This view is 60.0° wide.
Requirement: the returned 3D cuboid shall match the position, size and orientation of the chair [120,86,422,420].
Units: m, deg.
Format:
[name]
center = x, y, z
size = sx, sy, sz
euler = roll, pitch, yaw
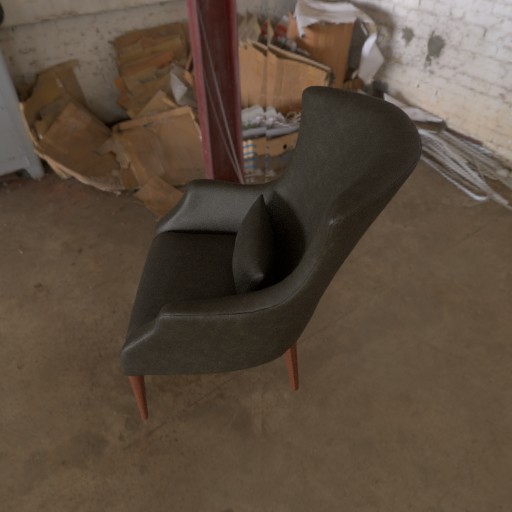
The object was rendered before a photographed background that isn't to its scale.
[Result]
[chair]
center = 0.000, 0.000, 1.680
size = 0.954, 1.068, 0.819
euler = 0, 42, 0
